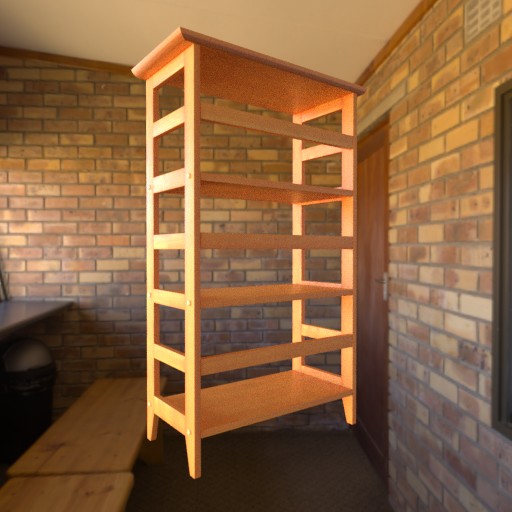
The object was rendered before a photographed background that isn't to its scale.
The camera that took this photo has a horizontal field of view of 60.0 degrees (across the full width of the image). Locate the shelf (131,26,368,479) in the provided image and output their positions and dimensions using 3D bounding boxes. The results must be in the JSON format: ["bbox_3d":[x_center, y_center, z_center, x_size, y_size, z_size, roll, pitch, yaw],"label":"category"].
[{"bbox_3d":[0.000,0.000,1.347,0.660,1.067,0.305,-1,1,-36],"label":"shelf"}]
